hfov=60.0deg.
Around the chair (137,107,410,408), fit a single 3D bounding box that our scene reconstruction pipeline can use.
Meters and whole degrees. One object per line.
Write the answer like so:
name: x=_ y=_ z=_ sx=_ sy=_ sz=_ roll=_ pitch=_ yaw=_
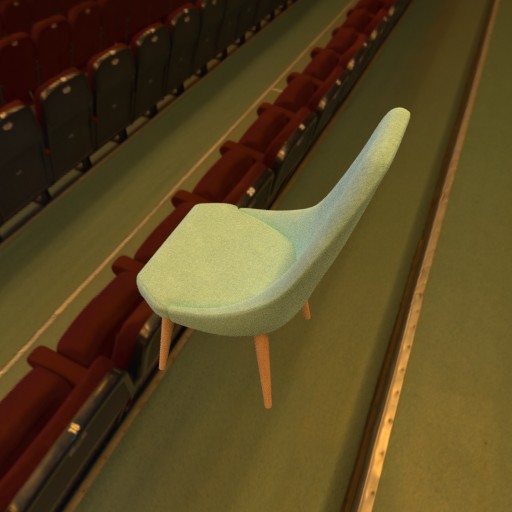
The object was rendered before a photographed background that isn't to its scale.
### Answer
chair: x=0.000 y=0.000 z=1.370 sx=0.660 sy=1.040 sz=0.510 roll=18 pitch=50 yaw=16
